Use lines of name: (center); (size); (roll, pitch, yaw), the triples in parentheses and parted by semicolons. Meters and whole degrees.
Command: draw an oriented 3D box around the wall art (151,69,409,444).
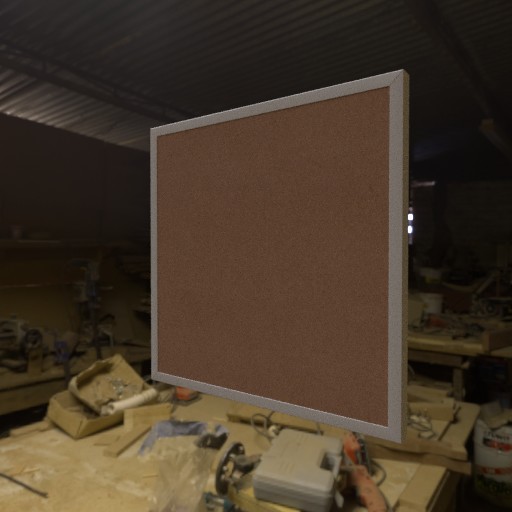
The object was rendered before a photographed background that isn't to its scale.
wall art: (0.000, 0.000, 1.136); (0.760, 0.760, 0.036); (1, 1, 36)
